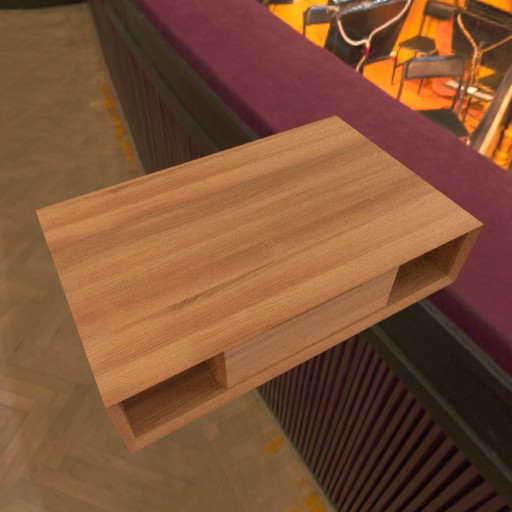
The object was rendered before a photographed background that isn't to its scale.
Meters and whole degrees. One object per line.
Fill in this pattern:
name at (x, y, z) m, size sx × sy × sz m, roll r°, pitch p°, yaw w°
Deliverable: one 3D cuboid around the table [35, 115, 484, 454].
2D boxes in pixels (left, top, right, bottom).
table at (0.000, 0.000, 1.407) m, size 1.100 × 0.330 × 0.700 m, roll -23°, pitch 51°, yaw -20°
